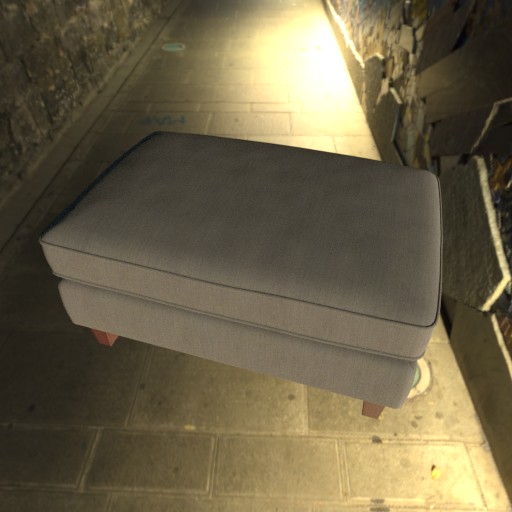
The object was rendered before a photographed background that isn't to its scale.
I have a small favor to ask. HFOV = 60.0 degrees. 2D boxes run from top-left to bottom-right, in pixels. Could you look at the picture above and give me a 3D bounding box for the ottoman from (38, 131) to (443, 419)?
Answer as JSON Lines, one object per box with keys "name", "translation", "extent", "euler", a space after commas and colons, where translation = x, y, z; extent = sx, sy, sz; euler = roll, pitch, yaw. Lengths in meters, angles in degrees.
{"name": "ottoman", "translation": [0.000, 0.000, 1.291], "extent": [0.941, 0.480, 0.636], "euler": [12, 42, 13]}
